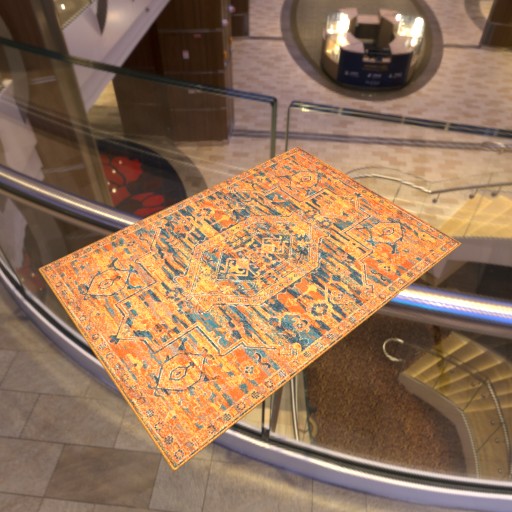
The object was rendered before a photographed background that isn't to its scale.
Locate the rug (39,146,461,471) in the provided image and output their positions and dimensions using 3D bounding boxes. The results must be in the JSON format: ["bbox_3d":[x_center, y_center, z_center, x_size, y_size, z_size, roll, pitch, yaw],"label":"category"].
[{"bbox_3d":[0.000,0.000,3.713,2.916,0.019,2.043,-31,53,-27],"label":"rug"}]
